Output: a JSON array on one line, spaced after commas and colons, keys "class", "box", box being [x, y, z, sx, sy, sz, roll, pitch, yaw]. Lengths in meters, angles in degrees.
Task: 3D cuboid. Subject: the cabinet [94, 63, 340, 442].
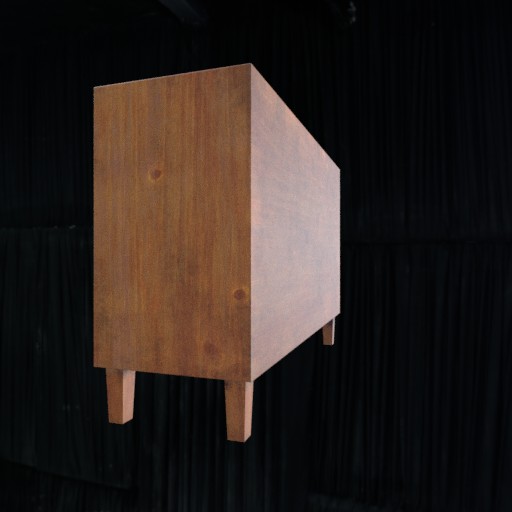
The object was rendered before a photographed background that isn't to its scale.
[{"class": "cabinet", "box": [0.000, 0.000, 1.560, 0.403, 0.805, 1.204, 0, 0, 19]}]
